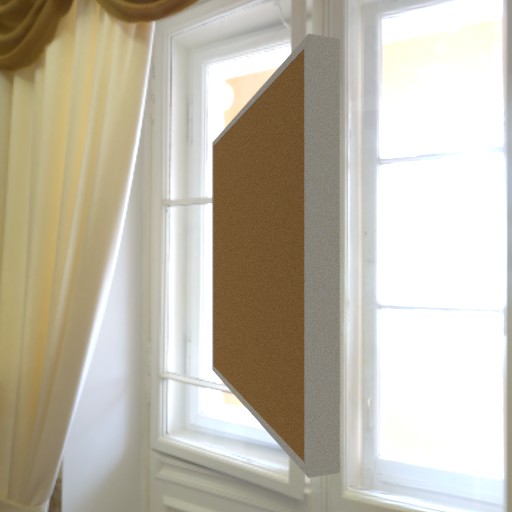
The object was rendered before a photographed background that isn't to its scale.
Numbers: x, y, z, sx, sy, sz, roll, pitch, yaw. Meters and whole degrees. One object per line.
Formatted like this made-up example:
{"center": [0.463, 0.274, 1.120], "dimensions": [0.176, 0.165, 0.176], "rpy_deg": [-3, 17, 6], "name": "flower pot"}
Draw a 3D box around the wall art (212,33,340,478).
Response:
{"center": [0.000, 0.000, 0.452], "dimensions": [0.024, 0.304, 0.304], "rpy_deg": [0, 0, -18], "name": "wall art"}
